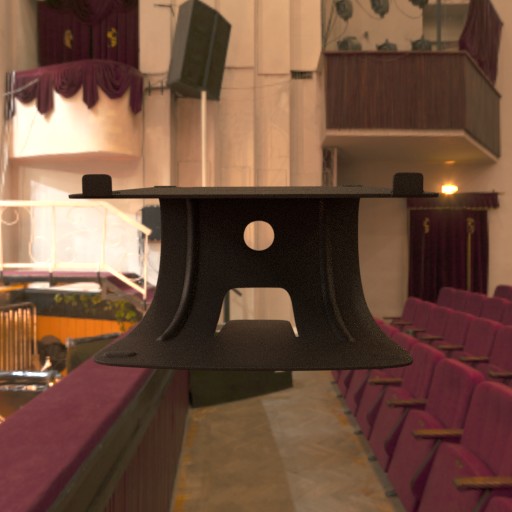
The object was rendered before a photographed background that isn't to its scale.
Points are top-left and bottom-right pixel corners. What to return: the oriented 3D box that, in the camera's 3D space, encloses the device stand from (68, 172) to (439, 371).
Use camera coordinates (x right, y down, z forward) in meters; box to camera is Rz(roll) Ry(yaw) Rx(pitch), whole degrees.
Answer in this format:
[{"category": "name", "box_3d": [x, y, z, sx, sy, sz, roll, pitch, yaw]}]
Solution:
[{"category": "device stand", "box_3d": [0.000, 0.000, 0.412, 0.256, 0.155, 0.236, 0, 0, 2]}]
